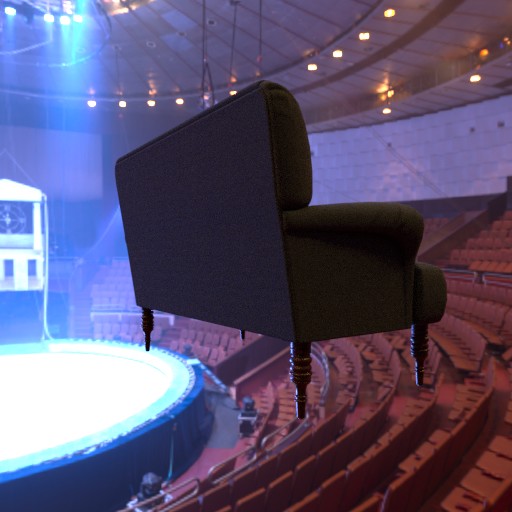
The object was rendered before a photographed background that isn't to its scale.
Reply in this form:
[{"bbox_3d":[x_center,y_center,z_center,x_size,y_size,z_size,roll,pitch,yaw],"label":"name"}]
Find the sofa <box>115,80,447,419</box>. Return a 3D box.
[{"bbox_3d":[0.000,0.000,1.779,0.779,0.889,1.297,0,-1,-36],"label":"sofa"}]
